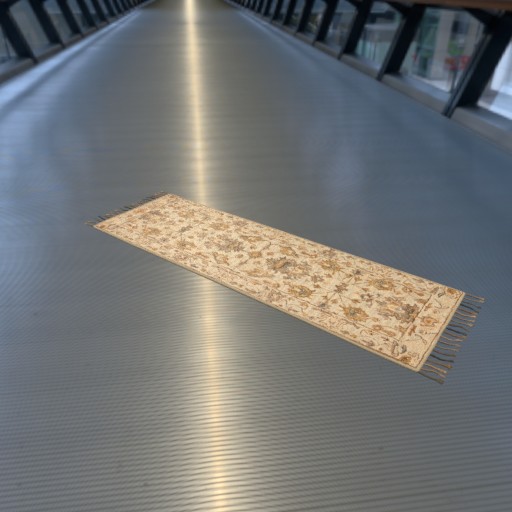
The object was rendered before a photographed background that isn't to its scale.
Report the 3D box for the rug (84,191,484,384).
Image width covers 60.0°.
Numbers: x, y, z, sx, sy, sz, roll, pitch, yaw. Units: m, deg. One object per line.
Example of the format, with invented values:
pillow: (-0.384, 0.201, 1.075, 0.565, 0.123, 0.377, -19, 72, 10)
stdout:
rug: (0.000, 0.000, 2.669, 2.438, 0.021, 0.729, 21, 37, 31)
